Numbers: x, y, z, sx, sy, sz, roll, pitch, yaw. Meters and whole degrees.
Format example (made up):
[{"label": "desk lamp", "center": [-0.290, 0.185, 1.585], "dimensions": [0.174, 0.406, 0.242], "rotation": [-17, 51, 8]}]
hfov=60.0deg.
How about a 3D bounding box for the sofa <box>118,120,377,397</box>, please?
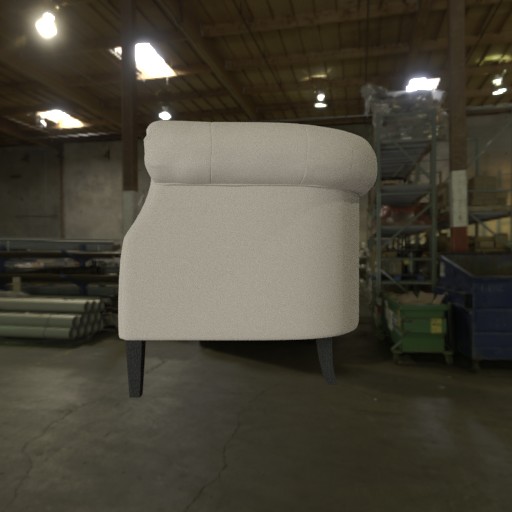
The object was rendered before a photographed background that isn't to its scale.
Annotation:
[{"label": "sofa", "center": [0.000, 0.000, 2.006], "dimensions": [0.835, 0.827, 1.558], "rotation": [0, 1, 0]}]
